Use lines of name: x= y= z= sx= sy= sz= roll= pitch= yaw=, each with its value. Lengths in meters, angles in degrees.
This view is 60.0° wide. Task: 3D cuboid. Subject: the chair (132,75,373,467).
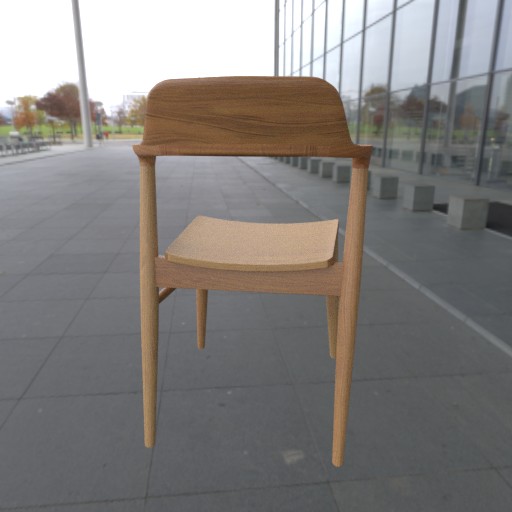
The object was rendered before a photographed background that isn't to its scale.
chair: x=0.000 y=0.000 z=1.113 sx=0.512 sy=0.792 sz=0.499 roll=2 pitch=16 yaw=8
